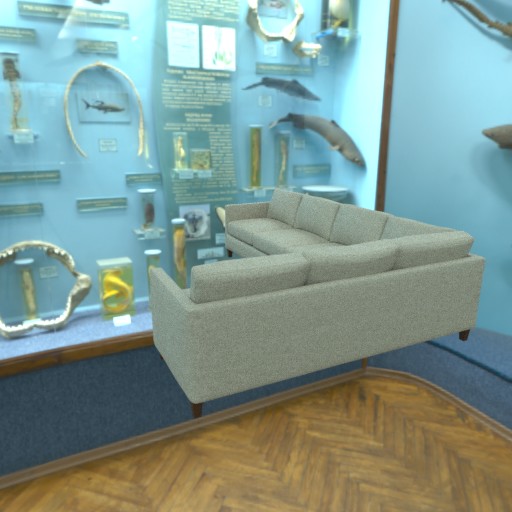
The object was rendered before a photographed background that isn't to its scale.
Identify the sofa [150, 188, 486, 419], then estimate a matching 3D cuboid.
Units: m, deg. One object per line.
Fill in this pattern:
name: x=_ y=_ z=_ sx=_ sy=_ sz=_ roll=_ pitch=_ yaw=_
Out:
sofa: x=0.000 y=0.000 z=4.477 sx=2.522 sy=0.934 sz=3.333 roll=-8 pitch=18 yaw=-25
